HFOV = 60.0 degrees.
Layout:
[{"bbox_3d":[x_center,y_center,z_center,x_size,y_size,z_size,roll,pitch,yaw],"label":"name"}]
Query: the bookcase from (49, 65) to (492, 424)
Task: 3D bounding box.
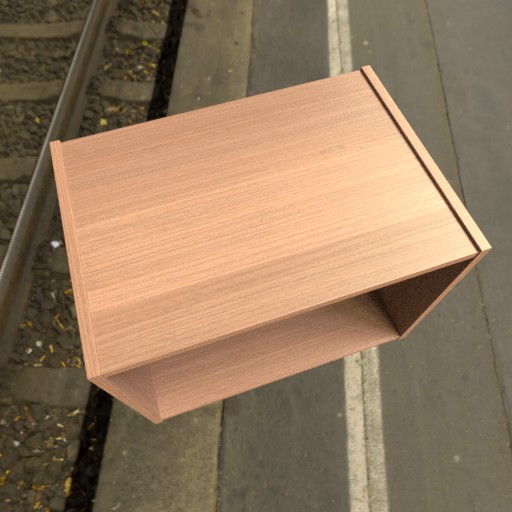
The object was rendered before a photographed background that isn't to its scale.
[{"bbox_3d":[0.000,0.000,0.623,0.415,0.305,0.290,-17,63,-9],"label":"bookcase"}]
